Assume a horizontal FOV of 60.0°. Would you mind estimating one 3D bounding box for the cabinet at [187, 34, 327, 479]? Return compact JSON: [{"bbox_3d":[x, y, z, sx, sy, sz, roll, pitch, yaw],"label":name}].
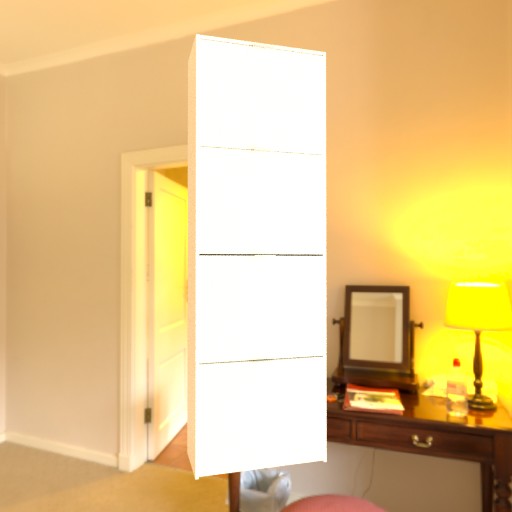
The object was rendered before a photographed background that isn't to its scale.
[{"bbox_3d":[0.000,0.000,1.796,0.520,1.630,0.255,0,-1,-16],"label":"cabinet"}]
